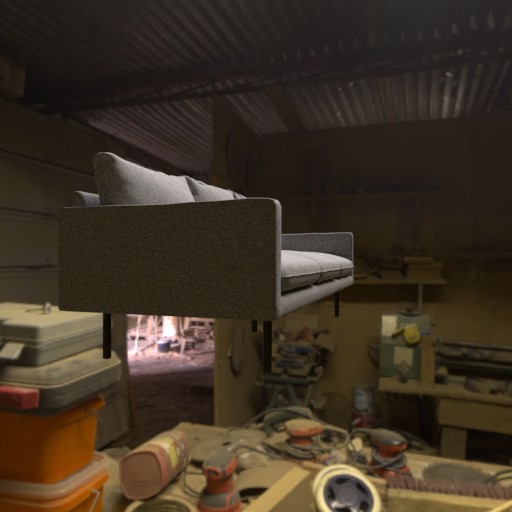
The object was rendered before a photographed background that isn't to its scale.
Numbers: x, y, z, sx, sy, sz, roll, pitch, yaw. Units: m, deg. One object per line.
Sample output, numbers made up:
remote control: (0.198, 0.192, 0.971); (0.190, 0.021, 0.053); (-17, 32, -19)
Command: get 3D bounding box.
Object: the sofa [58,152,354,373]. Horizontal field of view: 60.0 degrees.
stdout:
sofa: (0.000, 0.000, 2.415); (0.850, 0.830, 2.000); (0, 0, 19)
